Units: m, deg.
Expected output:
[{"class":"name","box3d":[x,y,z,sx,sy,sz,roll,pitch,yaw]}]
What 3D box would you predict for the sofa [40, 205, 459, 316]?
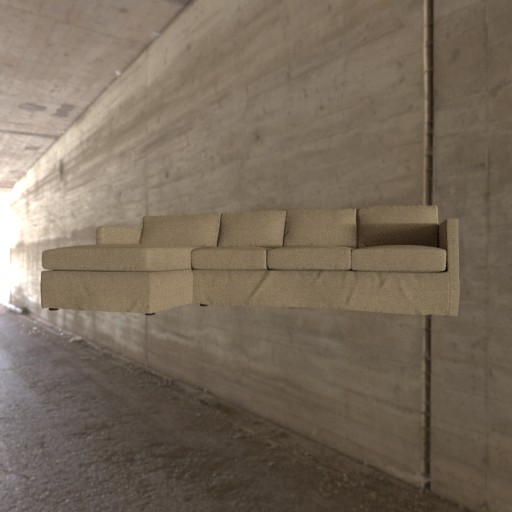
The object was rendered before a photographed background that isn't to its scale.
[{"class":"sofa","box3d":[0.000,0.000,3.832,3.198,0.920,1.638,0,0,18]}]
